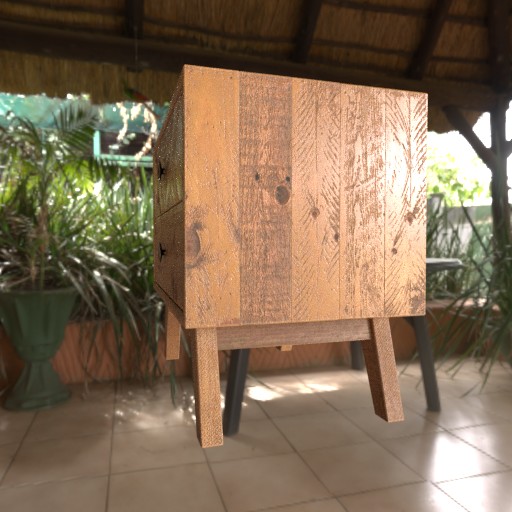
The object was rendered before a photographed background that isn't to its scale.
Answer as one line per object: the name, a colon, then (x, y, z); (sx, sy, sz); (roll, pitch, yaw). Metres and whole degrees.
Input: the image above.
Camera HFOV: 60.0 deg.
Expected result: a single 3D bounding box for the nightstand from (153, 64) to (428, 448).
nightstand: (0.000, 0.000, 1.049); (0.450, 0.599, 0.650); (0, 2, -17)
